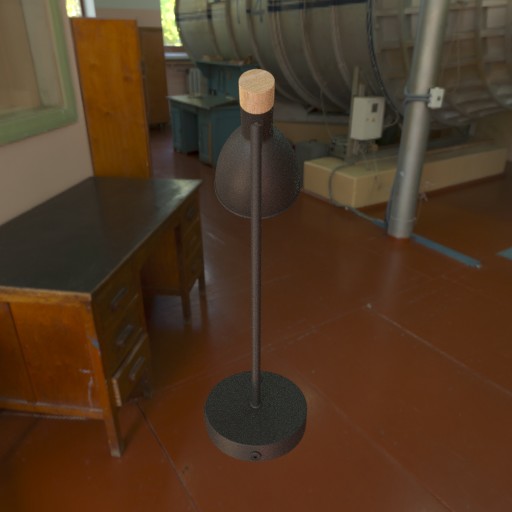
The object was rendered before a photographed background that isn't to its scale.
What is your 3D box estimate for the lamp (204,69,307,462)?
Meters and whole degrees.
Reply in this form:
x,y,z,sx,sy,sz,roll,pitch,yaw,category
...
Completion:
x,y,z,sx,sy,sz,roll,pitch,yaw,category
0.000,0.000,0.621,0.152,0.483,0.287,0,26,1,lamp
